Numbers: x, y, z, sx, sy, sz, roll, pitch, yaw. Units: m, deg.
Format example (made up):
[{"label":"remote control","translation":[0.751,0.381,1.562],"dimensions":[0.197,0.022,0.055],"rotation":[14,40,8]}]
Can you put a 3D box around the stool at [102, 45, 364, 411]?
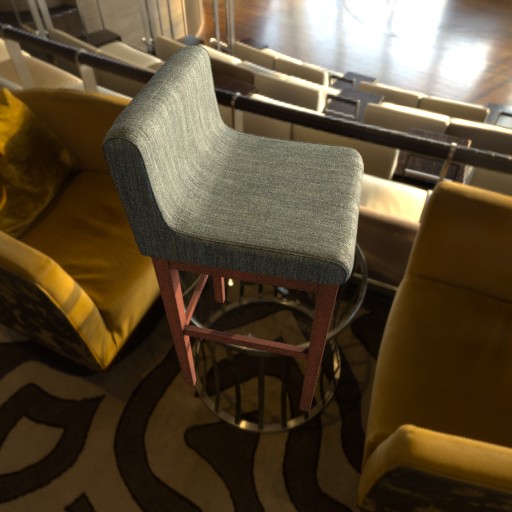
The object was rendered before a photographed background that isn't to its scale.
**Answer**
[{"label":"stool","translation":[0.000,0.000,1.237],"dimensions":[0.499,0.965,0.426],"rotation":[10,48,9]}]
